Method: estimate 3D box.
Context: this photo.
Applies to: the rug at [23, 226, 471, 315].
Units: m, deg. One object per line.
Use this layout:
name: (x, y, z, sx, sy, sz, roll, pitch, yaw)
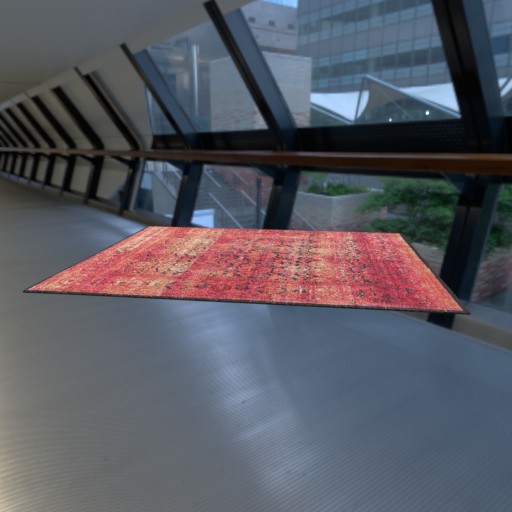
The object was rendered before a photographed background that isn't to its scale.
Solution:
rug: (0.000, 0.000, 4.110, 3.032, 0.020, 2.411, 2, 15, 8)
